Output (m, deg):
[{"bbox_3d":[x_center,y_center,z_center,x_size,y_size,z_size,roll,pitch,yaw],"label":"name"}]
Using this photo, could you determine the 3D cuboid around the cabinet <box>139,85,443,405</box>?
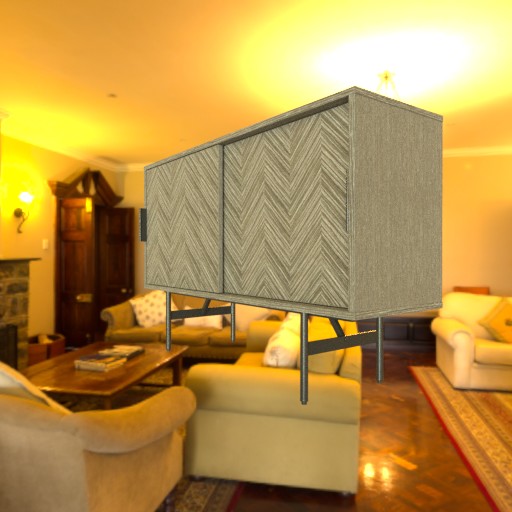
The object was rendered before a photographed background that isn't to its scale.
[{"bbox_3d":[0.000,0.000,1.591,0.405,0.787,1.194,0,0,-37],"label":"cabinet"}]
